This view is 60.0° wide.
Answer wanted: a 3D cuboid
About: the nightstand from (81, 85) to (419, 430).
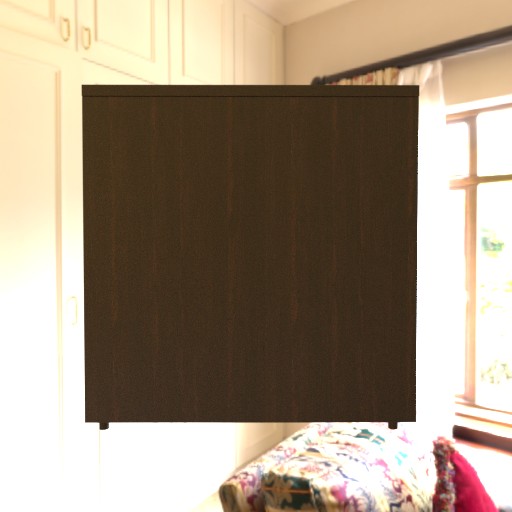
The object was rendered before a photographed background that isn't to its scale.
[{"bbox_3d":[0.000,0.000,0.789,0.461,0.460,0.400,0,1,0],"label":"nightstand"}]
